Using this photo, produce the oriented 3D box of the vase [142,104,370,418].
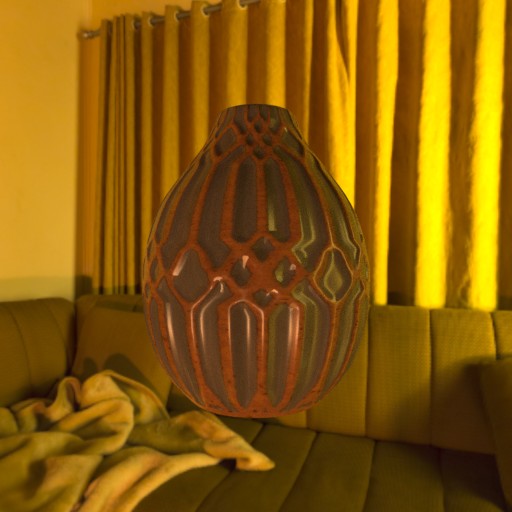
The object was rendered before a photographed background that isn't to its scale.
[{"bbox_3d":[0.000,0.000,0.139,0.069,0.088,0.069,0,0,0],"label":"vase"}]
